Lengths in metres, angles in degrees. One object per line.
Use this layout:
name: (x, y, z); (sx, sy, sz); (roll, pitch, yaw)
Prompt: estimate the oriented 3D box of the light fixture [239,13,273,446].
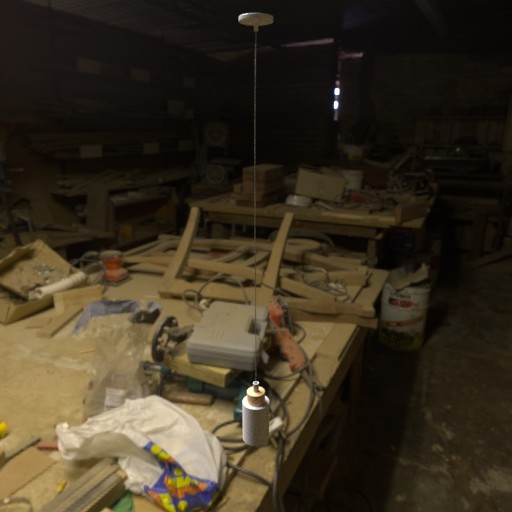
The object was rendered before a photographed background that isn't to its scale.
light fixture: (0.000, 0.000, 1.853); (0.125, 1.798, 0.125); (8, 18, 25)
